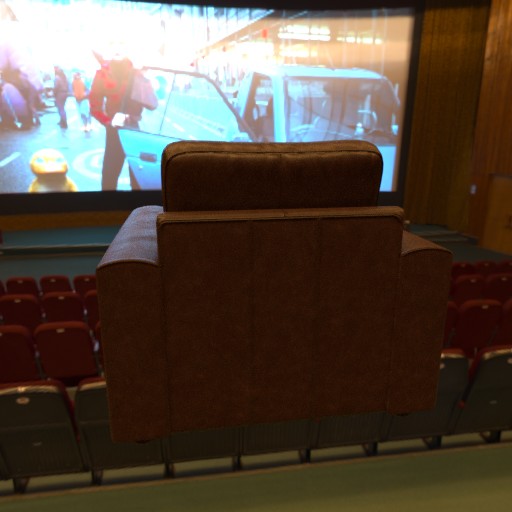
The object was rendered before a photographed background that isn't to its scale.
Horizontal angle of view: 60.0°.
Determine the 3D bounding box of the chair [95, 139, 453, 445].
[{"bbox_3d":[0.000,0.000,1.713,1.005,0.873,1.016,-2,15,-9],"label":"chair"}]
